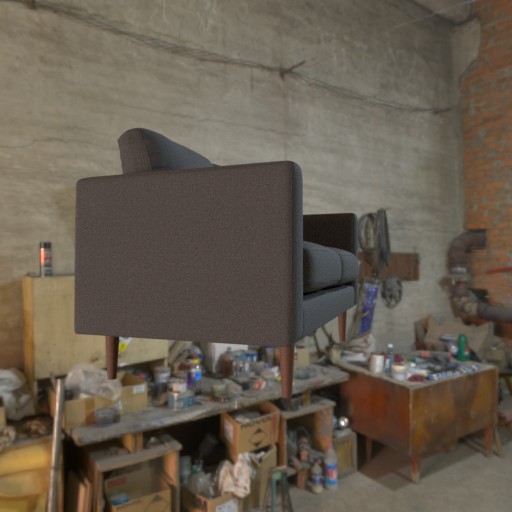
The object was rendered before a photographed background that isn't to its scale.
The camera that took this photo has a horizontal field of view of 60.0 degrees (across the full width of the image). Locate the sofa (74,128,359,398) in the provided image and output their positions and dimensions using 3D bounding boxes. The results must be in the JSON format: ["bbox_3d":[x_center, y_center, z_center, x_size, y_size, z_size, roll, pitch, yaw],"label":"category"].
[{"bbox_3d":[0.000,0.000,2.015,0.796,0.908,1.430,0,-1,20],"label":"sofa"}]
